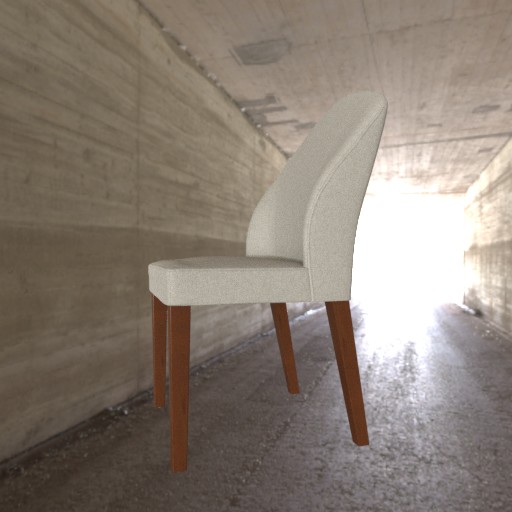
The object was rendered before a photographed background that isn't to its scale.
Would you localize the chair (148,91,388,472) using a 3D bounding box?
[{"bbox_3d":[0.000,0.000,1.185,0.540,0.893,0.472,0,0,-18],"label":"chair"}]
